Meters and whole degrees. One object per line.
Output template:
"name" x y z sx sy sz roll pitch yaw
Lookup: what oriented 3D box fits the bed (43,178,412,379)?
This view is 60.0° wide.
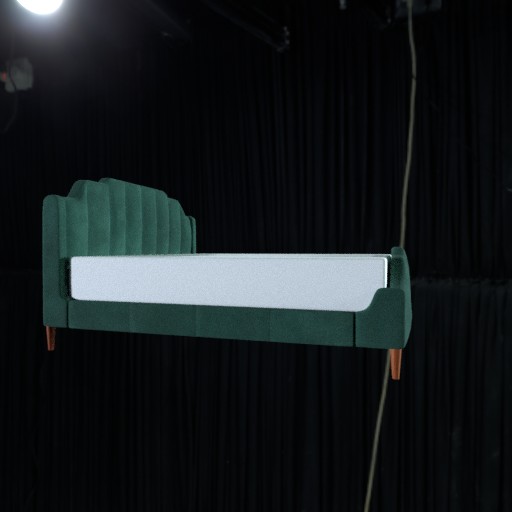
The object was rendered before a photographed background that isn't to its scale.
"bed" 0.000 0.000 3.588 2.340 1.245 2.074 0 1 18
